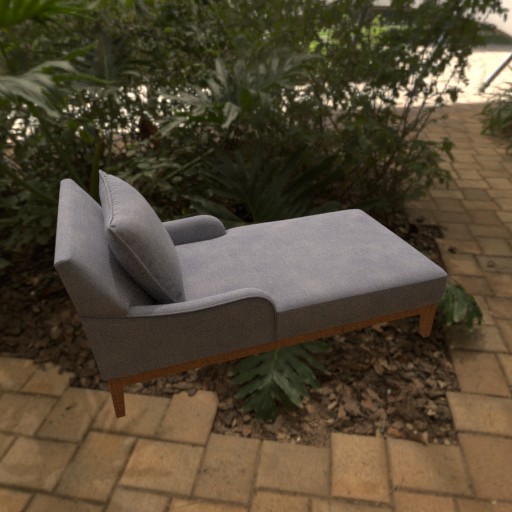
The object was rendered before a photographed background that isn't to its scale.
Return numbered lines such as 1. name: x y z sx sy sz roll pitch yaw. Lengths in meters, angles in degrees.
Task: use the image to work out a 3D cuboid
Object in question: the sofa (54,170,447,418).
1. sofa: 0.000 0.000 2.317 1.779 0.883 0.904 -10 31 -17
